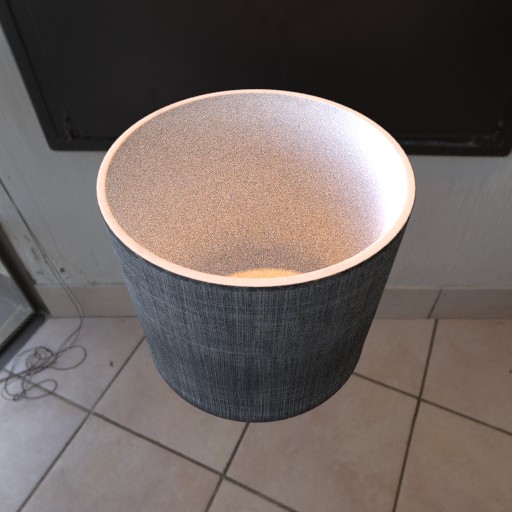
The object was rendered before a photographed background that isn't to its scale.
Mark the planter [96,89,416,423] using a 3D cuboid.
[{"bbox_3d":[0.000,0.000,0.443,0.254,0.221,0.254,0,48,0],"label":"planter"}]
